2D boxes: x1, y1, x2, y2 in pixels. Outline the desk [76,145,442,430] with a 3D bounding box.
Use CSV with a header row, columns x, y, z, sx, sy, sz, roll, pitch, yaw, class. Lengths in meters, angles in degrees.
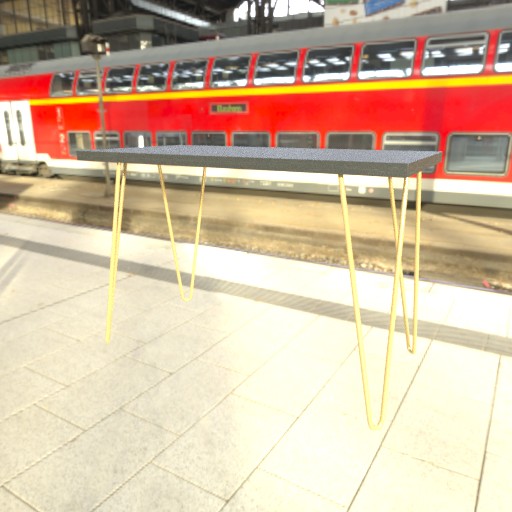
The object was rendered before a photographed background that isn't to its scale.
x,y,z,sx,sy,sz,roll,pitch,yaw,class
0.000,0.000,1.433,0.991,0.660,0.499,9,19,28,desk
